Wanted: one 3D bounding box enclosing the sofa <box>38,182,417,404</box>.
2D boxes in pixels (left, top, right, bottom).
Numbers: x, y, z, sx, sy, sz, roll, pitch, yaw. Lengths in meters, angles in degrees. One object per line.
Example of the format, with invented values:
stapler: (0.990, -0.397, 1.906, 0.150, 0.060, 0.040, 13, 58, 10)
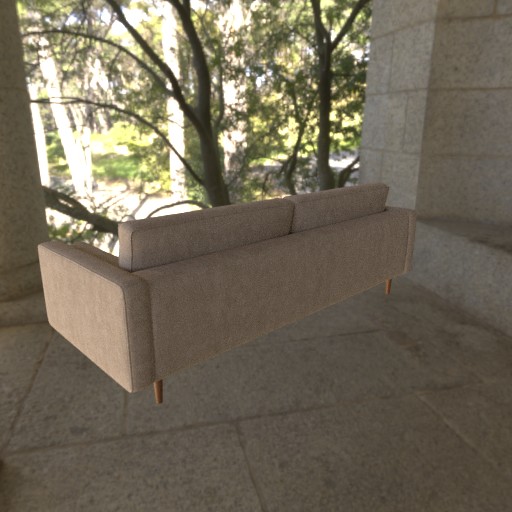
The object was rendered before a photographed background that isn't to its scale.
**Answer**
sofa: (0.000, 0.000, 2.664, 2.200, 0.770, 0.919, -15, 22, -41)
